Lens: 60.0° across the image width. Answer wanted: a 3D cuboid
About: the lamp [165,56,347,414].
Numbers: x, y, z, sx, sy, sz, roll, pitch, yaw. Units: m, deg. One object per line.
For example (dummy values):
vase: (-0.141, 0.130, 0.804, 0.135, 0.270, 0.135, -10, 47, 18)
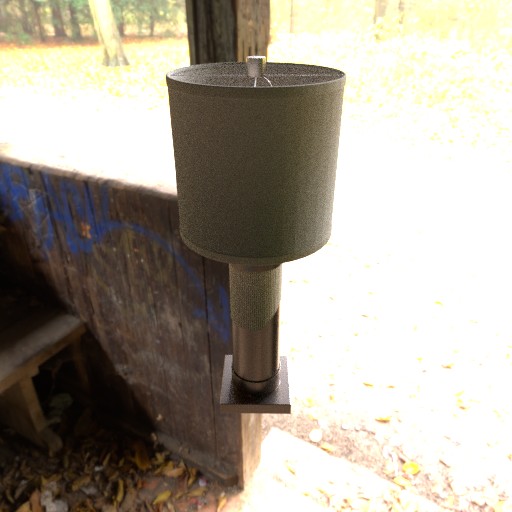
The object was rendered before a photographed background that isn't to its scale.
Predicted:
lamp: (0.000, 0.000, 0.619, 0.202, 0.509, 0.202, 0, 30, 1)
